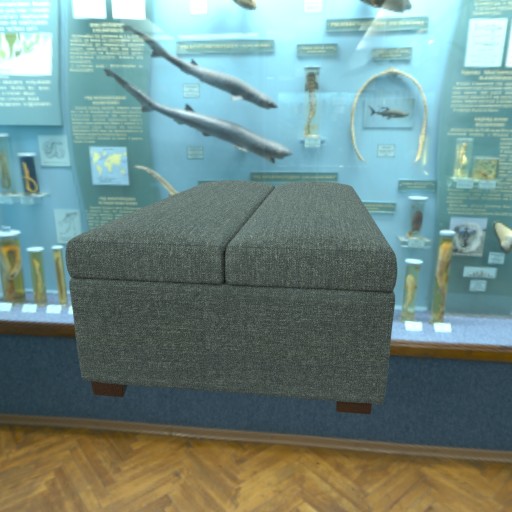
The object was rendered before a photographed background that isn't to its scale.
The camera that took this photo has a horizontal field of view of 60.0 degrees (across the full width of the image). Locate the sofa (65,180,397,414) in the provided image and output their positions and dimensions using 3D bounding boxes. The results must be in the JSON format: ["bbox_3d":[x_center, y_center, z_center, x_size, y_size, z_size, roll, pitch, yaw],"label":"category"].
[{"bbox_3d":[0.000,0.000,1.567,0.782,0.417,1.198,2,15,8],"label":"sofa"}]
